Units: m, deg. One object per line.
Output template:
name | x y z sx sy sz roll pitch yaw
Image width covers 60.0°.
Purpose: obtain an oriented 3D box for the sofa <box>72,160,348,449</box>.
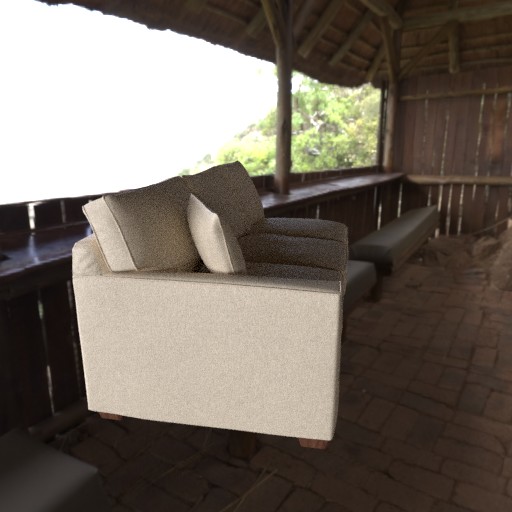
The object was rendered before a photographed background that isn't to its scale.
sofa | 0.000 0.000 2.520 1.034 0.946 1.962 3 16 11
